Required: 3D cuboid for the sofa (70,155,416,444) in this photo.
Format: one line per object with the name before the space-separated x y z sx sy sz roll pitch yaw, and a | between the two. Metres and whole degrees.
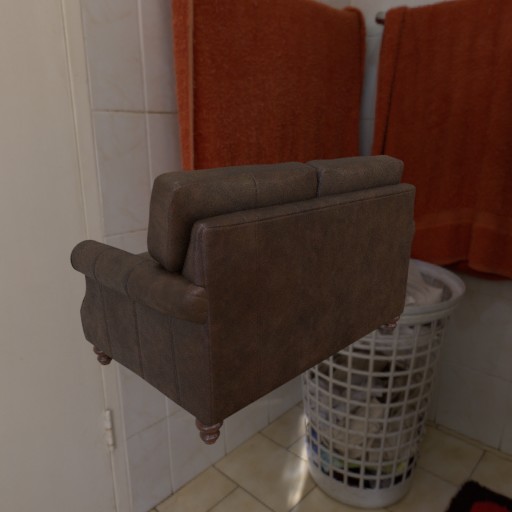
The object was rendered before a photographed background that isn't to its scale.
sofa | 0.000 0.000 2.247 0.990 0.976 1.616 15 22 43
